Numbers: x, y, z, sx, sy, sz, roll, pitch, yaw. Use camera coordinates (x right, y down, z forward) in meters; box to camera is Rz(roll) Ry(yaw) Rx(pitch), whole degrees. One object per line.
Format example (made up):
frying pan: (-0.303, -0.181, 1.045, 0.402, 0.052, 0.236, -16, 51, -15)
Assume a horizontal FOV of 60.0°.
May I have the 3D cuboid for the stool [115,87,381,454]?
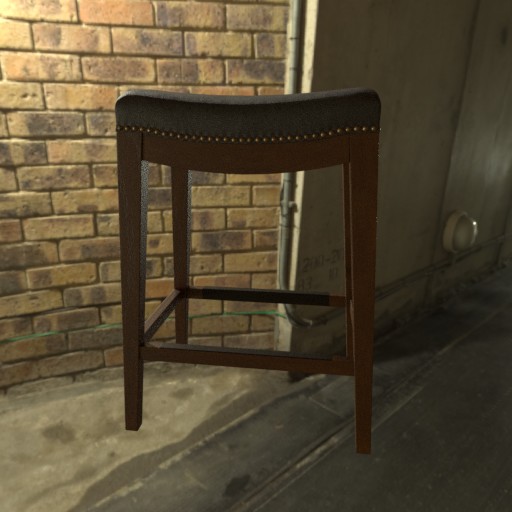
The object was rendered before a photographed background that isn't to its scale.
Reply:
stool: (0.000, 0.000, 0.945, 0.490, 0.664, 0.353, 2, 17, 8)
